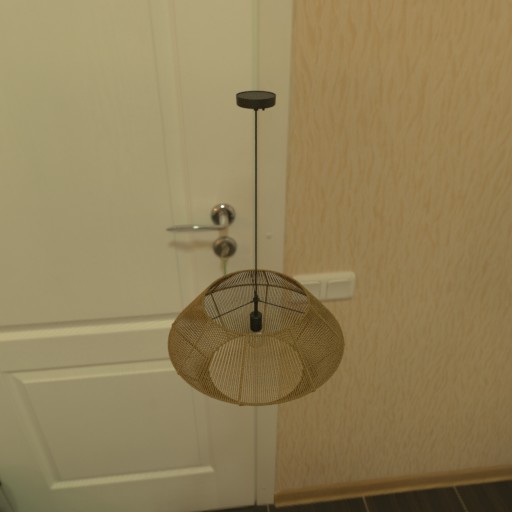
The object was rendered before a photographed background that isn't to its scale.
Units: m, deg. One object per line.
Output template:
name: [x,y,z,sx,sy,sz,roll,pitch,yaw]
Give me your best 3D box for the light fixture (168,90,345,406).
light fixture: [0.000,0.000,1.445,0.643,1.009,0.643,0,32,0]
